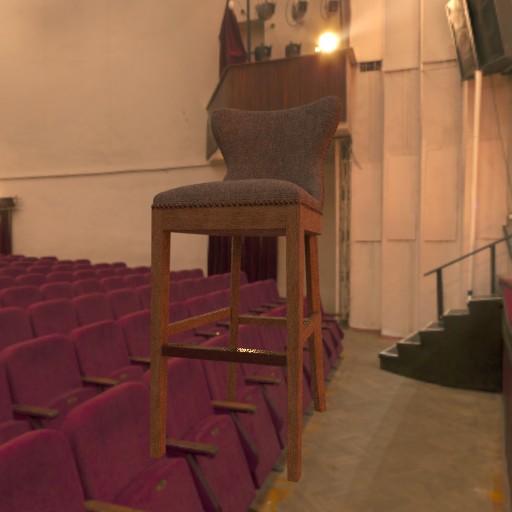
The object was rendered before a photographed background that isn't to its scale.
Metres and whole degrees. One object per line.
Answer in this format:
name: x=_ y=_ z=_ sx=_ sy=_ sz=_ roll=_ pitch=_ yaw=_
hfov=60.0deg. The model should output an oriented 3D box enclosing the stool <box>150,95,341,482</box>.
stool: x=0.000 y=0.000 z=1.447 sx=0.494 sy=1.123 sz=0.606 roll=0 pitch=1 yaw=19
